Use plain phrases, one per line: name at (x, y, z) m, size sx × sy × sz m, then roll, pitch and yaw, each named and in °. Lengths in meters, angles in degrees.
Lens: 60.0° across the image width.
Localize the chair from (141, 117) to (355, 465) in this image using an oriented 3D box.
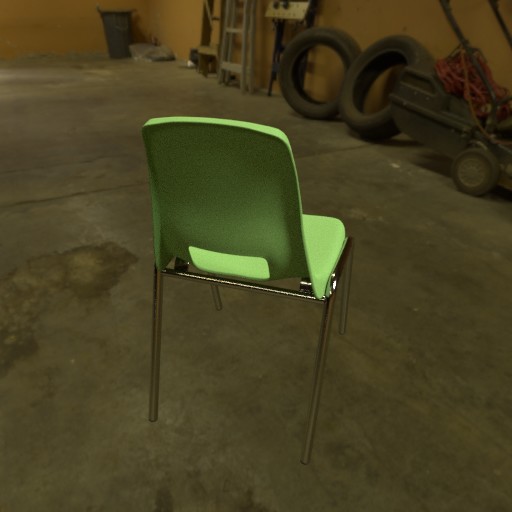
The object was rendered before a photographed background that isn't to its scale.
chair at (0.000, 0.000, 0.928) m, size 0.381 × 0.653 × 0.436 m, roll 9°, pitch 31°, yaw 15°
